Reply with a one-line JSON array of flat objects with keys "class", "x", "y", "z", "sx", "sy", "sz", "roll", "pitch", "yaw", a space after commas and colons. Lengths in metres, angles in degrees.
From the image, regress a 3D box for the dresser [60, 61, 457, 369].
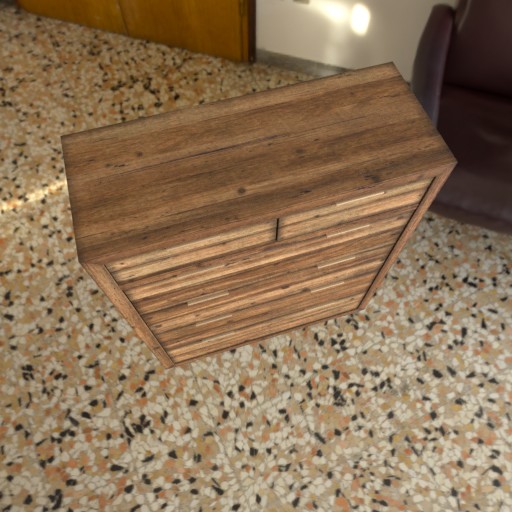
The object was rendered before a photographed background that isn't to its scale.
[{"class": "dresser", "x": 0.000, "y": 0.000, "z": 1.884, "sx": 1.067, "sy": 1.359, "sz": 0.438, "roll": -15, "pitch": 64, "yaw": -8}]
